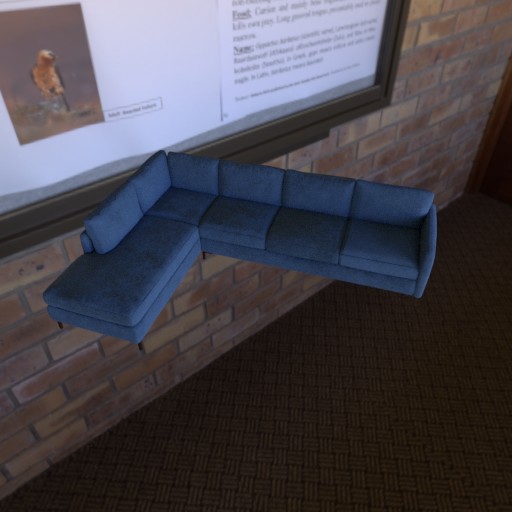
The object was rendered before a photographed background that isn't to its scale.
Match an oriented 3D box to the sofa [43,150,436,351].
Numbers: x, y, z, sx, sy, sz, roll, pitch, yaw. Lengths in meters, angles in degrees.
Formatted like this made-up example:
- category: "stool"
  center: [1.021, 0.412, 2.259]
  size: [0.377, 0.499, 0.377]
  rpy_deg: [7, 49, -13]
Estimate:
- category: "sofa"
  center: [0.000, 0.000, 3.869]
  size: [2.949, 0.815, 2.007]
  rpy_deg: [11, 41, 14]
